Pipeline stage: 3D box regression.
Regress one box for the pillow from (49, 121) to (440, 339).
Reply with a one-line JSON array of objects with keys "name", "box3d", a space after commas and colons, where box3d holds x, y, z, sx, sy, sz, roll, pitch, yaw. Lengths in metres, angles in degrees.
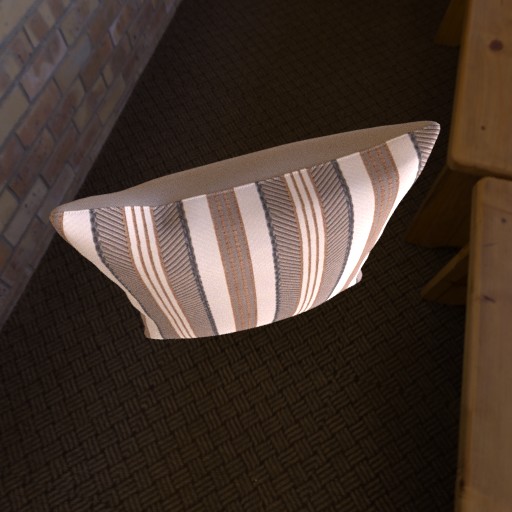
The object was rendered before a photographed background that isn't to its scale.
[{"name": "pillow", "box3d": [0.000, 0.000, 0.627, 0.416, 0.401, 0.173, -15, 64, -7]}]
